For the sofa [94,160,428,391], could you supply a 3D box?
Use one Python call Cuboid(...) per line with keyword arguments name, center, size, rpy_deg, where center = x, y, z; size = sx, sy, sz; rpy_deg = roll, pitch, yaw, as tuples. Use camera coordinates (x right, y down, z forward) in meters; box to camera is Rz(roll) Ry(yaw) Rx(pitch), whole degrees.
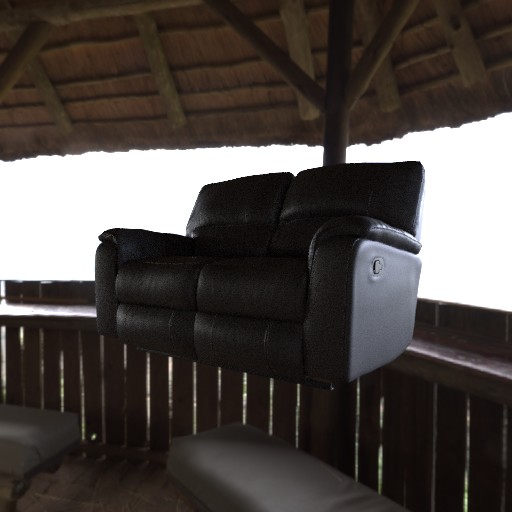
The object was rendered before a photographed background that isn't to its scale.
Cuboid(name="sofa", center=(0.000, 0.000, 2.560), size=(1.765, 1.111, 1.104), rpy_deg=(1, 1, 37))
